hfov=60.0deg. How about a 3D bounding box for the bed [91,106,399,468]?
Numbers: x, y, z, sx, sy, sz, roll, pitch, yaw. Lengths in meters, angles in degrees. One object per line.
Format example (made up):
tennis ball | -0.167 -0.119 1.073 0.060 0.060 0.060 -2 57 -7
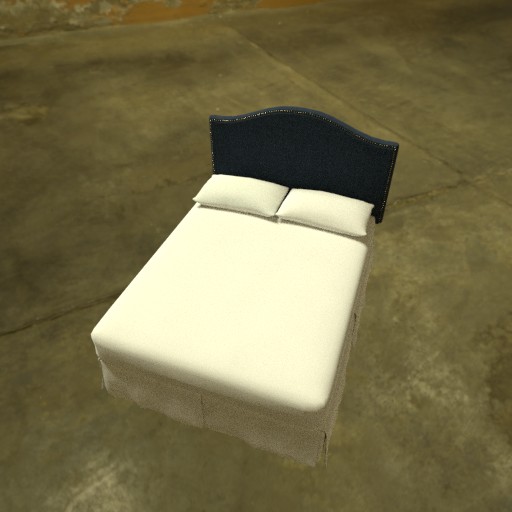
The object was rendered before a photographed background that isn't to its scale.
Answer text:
bed | 0.000 0.000 3.355 1.713 1.518 2.153 13 42 15
